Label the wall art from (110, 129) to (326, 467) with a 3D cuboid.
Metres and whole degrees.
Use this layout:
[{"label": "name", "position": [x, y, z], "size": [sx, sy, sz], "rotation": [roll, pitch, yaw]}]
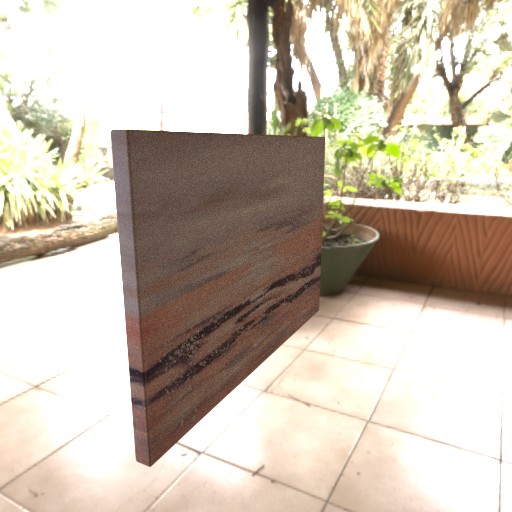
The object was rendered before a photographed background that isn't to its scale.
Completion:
[{"label": "wall art", "position": [0.000, 0.000, 1.152], "size": [0.038, 0.609, 0.913], "rotation": [7, 16, 27]}]
